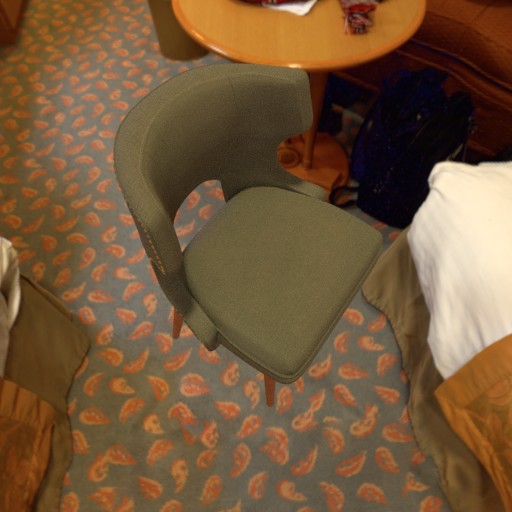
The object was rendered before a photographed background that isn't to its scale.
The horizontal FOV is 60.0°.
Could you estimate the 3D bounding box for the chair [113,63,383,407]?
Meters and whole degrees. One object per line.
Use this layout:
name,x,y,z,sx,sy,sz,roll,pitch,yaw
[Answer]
chair,0.000,0.000,1.260,0.581,0.863,0.595,31,63,18
